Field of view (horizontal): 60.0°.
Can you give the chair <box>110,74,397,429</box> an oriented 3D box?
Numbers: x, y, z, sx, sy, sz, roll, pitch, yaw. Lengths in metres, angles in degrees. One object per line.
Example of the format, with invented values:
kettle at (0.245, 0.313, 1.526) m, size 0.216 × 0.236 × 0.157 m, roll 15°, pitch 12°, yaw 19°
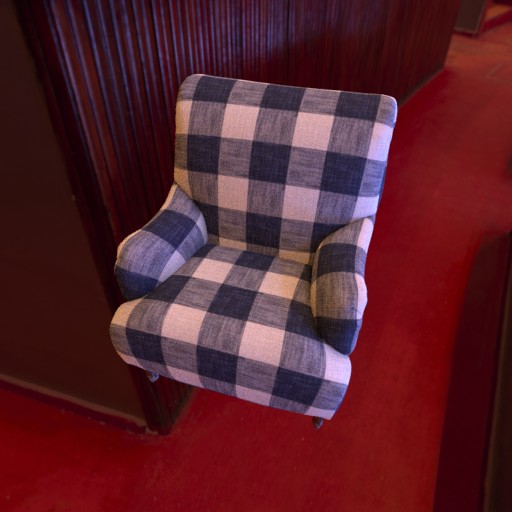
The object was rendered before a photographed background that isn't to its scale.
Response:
chair at (0.000, 0.000, 1.551) m, size 0.781 × 0.953 × 0.848 m, roll 12°, pitch 43°, yaw 13°
